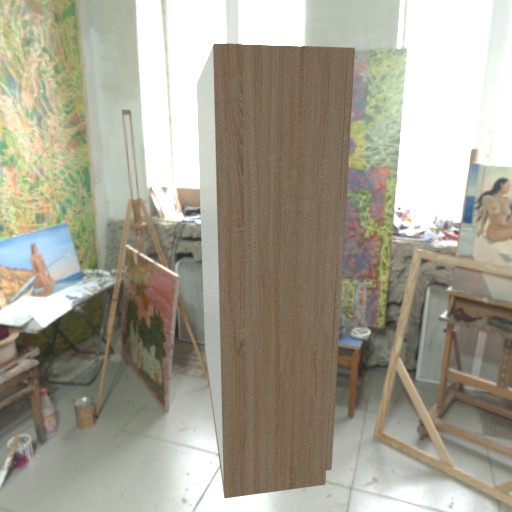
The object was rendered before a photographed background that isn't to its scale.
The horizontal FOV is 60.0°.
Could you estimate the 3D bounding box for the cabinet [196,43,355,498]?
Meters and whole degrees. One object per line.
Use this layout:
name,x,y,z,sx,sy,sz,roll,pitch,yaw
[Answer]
cabinet,0.000,0.000,2.724,0.590,2.120,1.500,-3,16,-10
